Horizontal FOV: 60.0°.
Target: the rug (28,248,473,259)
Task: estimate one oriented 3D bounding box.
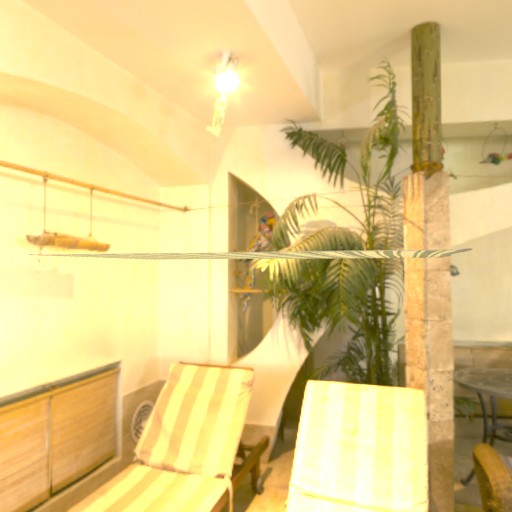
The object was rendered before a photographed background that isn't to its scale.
[{"bbox_3d":[0.000,0.000,2.511,2.084,0.009,1.222,-1,-2,18],"label":"rug"}]
